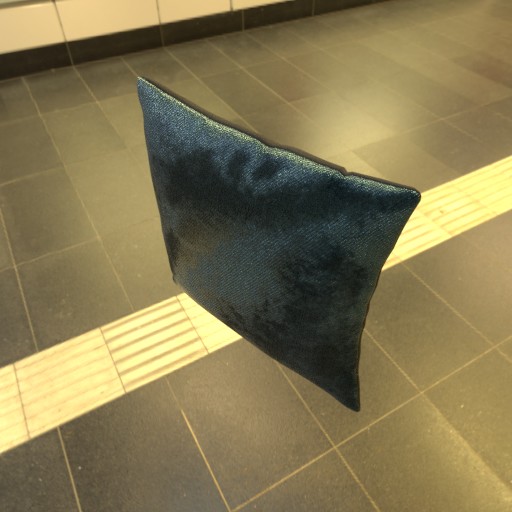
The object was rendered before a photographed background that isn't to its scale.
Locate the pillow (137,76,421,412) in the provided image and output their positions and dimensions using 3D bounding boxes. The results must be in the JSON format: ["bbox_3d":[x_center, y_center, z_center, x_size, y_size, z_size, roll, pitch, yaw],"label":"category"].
[{"bbox_3d":[0.000,0.000,0.656,0.436,0.430,0.138,31,53,27],"label":"pillow"}]
